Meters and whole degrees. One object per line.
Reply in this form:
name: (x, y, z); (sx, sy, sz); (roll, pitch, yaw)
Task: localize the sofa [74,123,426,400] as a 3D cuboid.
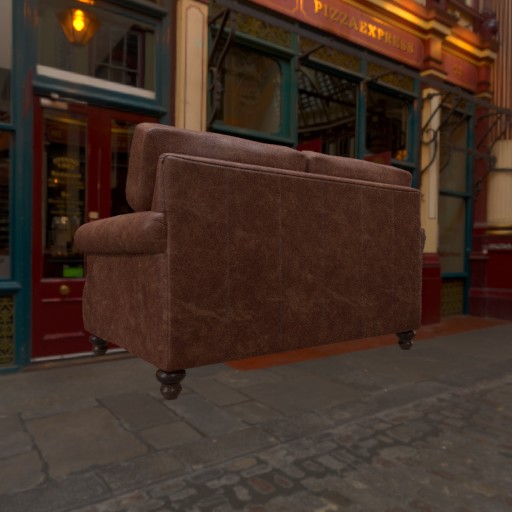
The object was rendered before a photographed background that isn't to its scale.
sofa: (0.000, 0.000, 2.256); (1.616, 0.967, 0.990); (0, 1, -36)
